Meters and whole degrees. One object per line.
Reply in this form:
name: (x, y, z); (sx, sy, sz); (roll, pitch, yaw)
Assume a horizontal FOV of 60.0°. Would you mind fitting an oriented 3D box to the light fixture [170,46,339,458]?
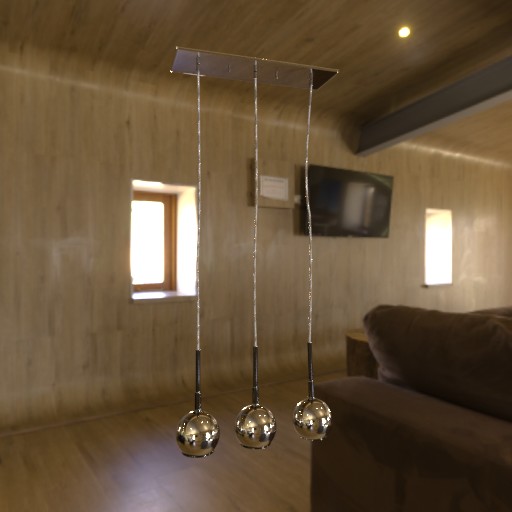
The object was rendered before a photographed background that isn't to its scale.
light fixture: (0.000, 0.000, 1.671); (0.623, 1.408, 0.188); (0, 0, -18)
